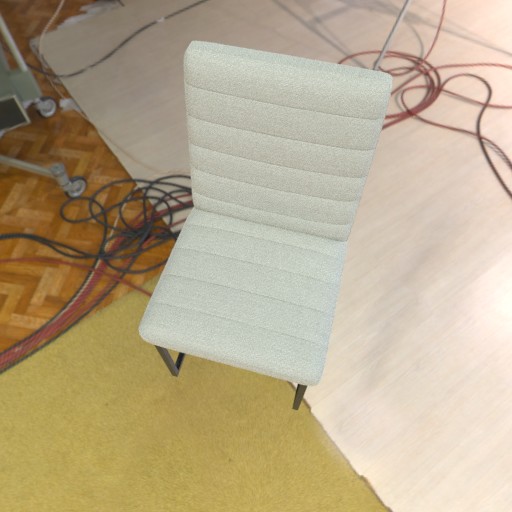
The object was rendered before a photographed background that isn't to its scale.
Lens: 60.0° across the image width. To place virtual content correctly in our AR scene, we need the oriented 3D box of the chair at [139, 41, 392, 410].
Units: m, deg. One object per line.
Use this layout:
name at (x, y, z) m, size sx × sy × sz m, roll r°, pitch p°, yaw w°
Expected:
chair at (0.000, 0.000, 1.313) m, size 0.520 × 0.930 × 0.634 m, roll 13°, pitch 61°, yaw 8°
